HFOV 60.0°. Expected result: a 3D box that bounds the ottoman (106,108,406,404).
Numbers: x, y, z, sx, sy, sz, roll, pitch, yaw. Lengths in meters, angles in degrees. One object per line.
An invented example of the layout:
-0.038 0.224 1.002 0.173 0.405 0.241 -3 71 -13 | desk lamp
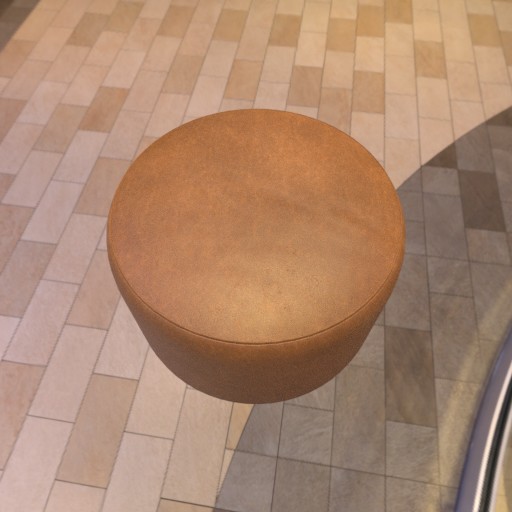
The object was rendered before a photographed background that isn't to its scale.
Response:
0.000 0.000 1.031 0.607 0.438 0.607 0 58 0 | ottoman
